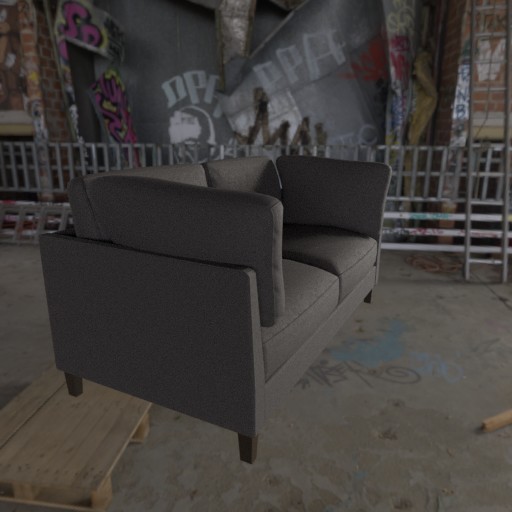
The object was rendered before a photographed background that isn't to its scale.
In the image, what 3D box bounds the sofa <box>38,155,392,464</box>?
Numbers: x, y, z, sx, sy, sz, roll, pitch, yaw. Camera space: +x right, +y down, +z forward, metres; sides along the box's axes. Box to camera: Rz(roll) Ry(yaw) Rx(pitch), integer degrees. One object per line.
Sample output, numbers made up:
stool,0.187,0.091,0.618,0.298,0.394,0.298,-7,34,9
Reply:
sofa,0.000,0.000,2.235,0.969,0.920,1.751,8,18,27
